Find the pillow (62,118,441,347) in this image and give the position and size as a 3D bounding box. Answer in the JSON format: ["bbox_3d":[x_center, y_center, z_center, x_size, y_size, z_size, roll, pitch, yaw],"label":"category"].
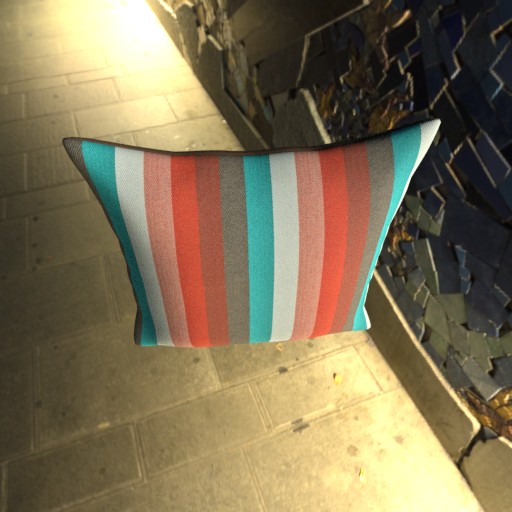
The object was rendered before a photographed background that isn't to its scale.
[{"bbox_3d":[0.000,0.000,0.687,0.453,0.443,0.168,-4,46,-4],"label":"pillow"}]
